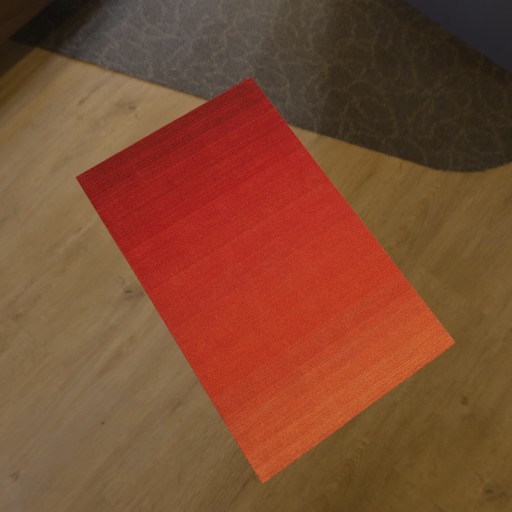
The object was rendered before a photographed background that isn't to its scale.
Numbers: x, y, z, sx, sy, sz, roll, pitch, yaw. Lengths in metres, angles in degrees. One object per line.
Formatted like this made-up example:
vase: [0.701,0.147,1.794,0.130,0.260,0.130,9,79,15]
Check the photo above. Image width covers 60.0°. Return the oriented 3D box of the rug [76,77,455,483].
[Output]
rug: [0.000,0.000,3.068,1.531,0.010,2.442,-33,78,-8]
